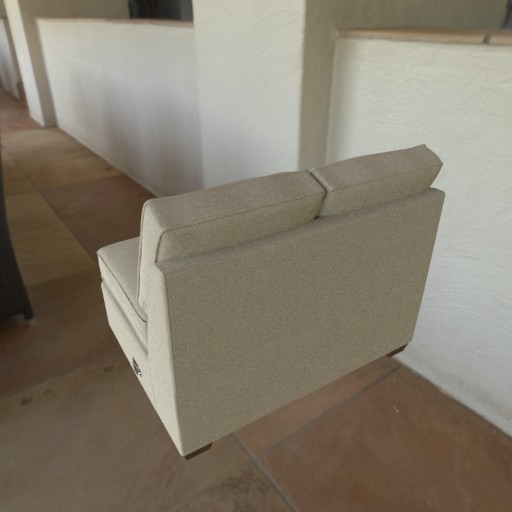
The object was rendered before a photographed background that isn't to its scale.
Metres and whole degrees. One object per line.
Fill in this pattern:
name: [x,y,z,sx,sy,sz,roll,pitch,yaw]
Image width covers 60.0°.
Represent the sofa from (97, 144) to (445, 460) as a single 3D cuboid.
sofa: [0.000,0.000,2.011,1.237,1.008,0.951,-17,33,-28]
